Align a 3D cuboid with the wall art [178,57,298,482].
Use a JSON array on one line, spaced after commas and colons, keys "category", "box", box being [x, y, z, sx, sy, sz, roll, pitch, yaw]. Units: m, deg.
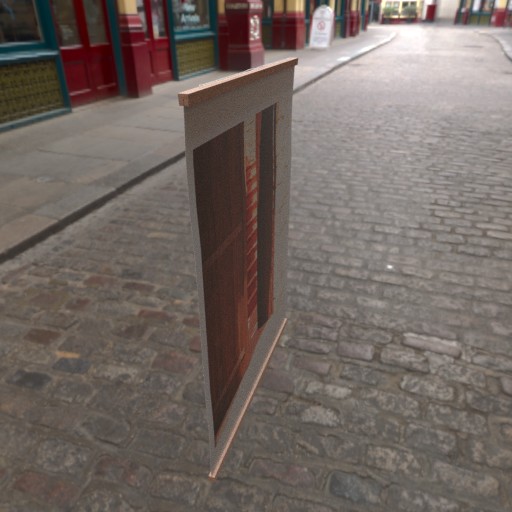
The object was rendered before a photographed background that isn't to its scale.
[{"category": "wall art", "box": [0.000, 0.000, 1.287, 0.020, 1.013, 0.758, 9, 30, 16]}]
